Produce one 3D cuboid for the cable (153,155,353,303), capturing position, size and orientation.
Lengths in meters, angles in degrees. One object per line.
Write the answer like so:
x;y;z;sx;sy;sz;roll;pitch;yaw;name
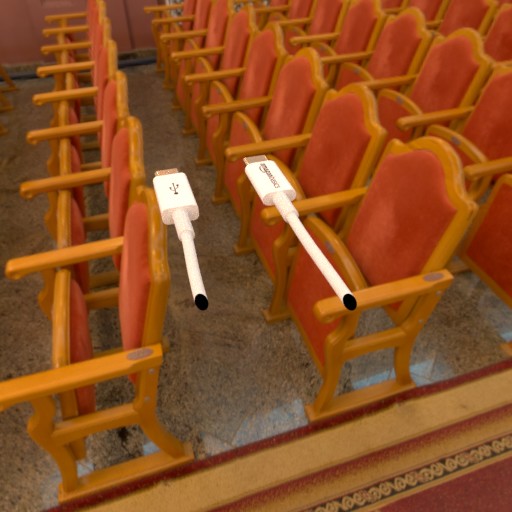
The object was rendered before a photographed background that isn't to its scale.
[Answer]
0.000;0.000;0.112;0.040;0.006;0.098;-11;42;-13;cable
